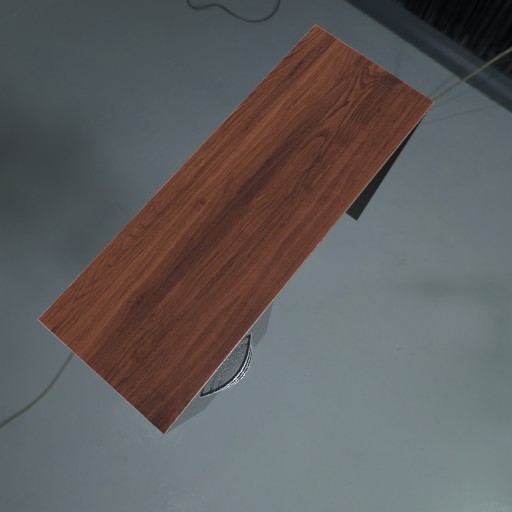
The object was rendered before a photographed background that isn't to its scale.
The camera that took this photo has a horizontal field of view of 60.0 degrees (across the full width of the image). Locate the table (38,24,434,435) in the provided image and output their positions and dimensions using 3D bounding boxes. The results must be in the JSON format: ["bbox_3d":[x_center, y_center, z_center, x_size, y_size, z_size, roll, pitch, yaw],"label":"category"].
[{"bbox_3d":[0.000,0.000,1.337,0.380,0.790,0.930,38,78,10],"label":"table"}]
